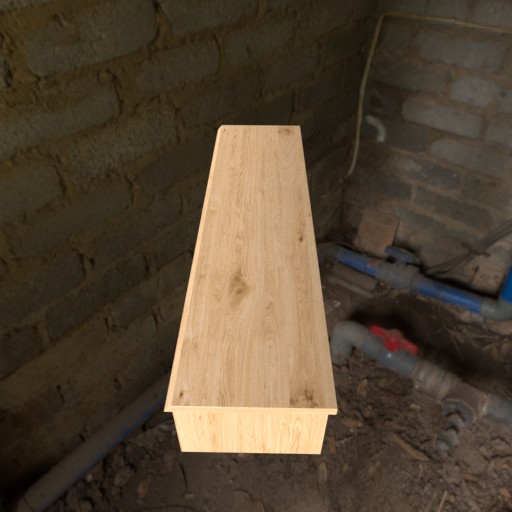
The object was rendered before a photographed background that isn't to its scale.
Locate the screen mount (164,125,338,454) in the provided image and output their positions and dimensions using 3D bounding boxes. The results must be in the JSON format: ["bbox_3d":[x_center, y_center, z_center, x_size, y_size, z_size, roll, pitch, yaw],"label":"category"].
[{"bbox_3d":[0.000,0.000,1.923,0.450,0.430,1.700,1,41,1],"label":"screen mount"}]
